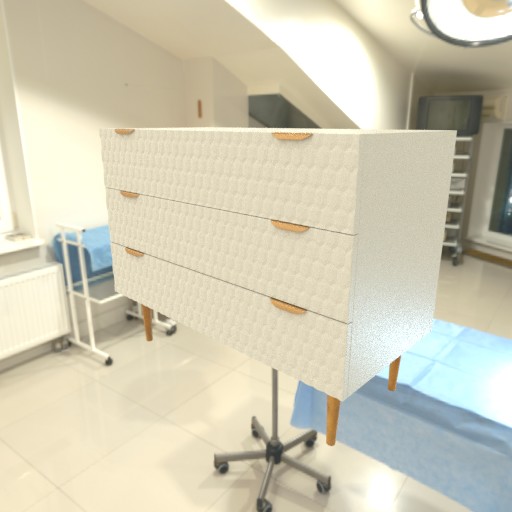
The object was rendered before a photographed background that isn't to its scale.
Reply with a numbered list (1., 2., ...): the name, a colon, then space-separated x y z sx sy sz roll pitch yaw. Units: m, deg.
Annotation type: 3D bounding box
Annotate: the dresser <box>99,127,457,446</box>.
1. dresser: 0.000 0.000 1.314 0.905 0.721 0.457 15 23 41
